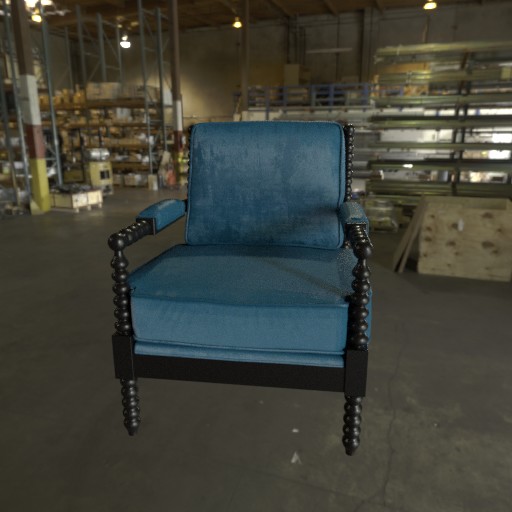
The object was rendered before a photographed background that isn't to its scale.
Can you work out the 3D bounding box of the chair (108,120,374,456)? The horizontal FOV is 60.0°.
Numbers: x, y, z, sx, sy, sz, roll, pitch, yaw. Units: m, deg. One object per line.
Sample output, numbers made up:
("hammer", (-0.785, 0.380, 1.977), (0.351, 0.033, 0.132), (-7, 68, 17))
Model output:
("chair", (0.000, 0.000, 1.427), (0.688, 0.857, 0.805), (2, 15, 8))
